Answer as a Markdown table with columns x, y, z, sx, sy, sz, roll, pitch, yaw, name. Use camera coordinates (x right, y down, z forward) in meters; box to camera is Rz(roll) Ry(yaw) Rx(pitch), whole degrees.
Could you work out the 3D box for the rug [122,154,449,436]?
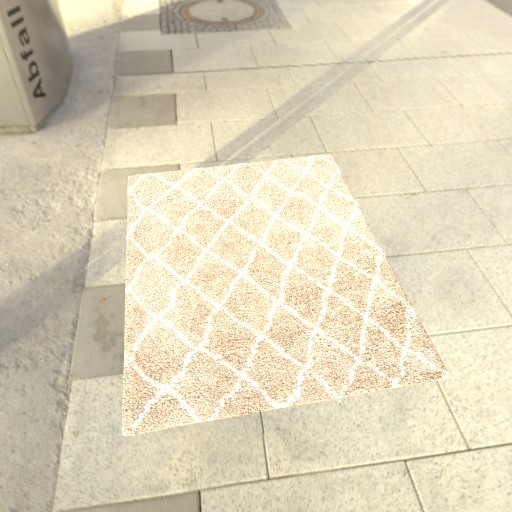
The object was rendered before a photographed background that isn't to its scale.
| x | y | z | sx | sy | sz | roll | pitch | yaw | name |
| --- | --- | --- | --- | --- | --- | --- | --- | --- | --- |
| 0.000 | 0.000 | 4.237 | 2.438 | 0.029 | 3.047 | -8 | 47 | -7 | rug |
